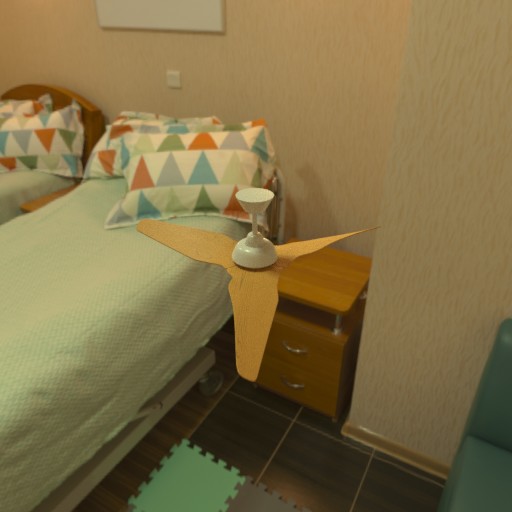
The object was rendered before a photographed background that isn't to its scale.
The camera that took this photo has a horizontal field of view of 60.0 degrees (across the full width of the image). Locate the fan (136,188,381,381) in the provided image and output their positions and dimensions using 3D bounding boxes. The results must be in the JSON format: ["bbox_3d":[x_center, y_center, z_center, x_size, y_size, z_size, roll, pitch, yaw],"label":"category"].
[{"bbox_3d":[0.000,0.000,1.617,1.142,0.355,1.010,0,30,1],"label":"fan"}]
